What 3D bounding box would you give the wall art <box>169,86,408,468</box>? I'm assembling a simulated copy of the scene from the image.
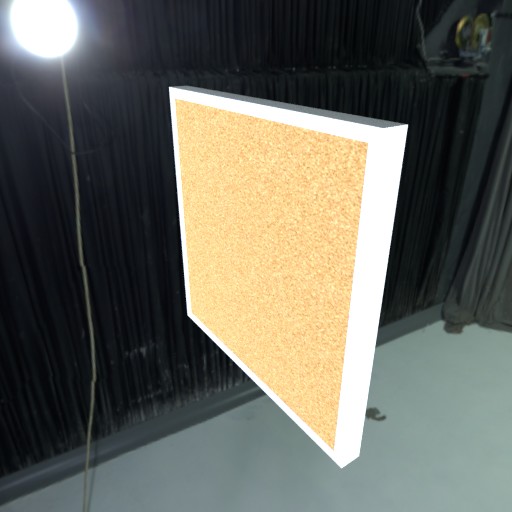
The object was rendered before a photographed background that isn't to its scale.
[{"bbox_3d":[0.000,0.000,0.758,0.038,0.505,0.506,-17,31,-31],"label":"wall art"}]
